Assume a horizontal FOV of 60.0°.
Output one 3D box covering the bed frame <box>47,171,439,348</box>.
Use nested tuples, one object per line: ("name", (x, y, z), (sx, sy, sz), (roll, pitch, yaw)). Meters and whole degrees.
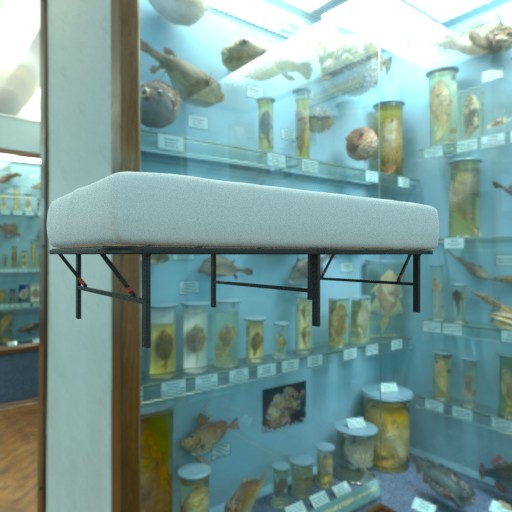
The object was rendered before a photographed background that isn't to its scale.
("bed frame", (0.000, 0.000, 2.395), (1.908, 0.640, 1.025), (0, 0, -36))
